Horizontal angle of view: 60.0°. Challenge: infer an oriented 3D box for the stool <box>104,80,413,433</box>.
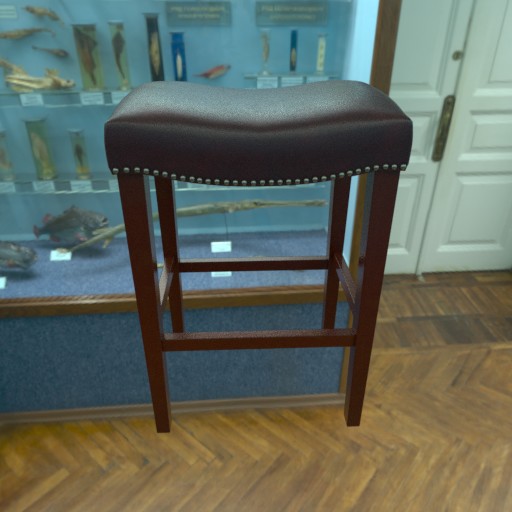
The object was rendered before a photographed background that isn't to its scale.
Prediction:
[{"bbox_3d":[0.000,0.000,1.022,0.504,0.742,0.372,-1,29,-2],"label":"stool"}]
